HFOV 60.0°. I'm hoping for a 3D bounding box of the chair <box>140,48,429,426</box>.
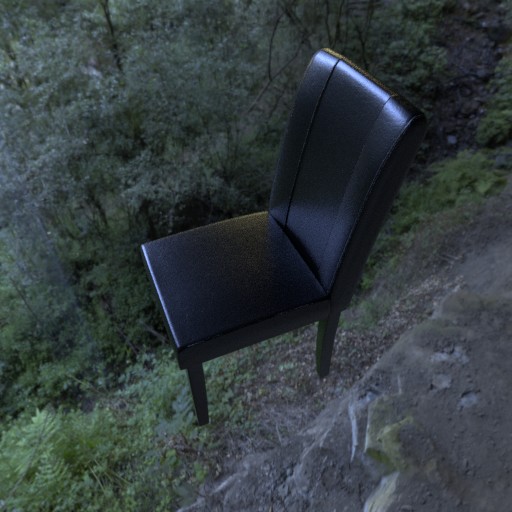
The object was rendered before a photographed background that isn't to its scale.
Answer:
[{"bbox_3d":[0.000,0.000,1.187,0.556,0.897,0.399,-17,47,-16],"label":"chair"}]
